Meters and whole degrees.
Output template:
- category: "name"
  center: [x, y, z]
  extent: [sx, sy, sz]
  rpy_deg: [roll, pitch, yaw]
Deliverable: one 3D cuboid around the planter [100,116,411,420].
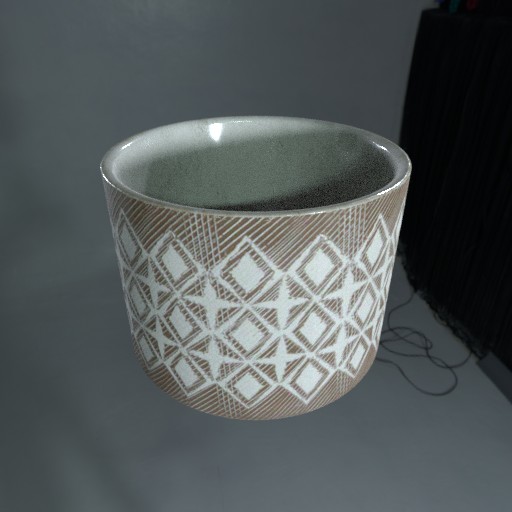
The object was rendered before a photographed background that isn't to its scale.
- category: "planter"
  center: [0.000, 0.000, 0.214]
  extent: [0.126, 0.104, 0.126]
  rpy_deg: [0, 31, 0]
